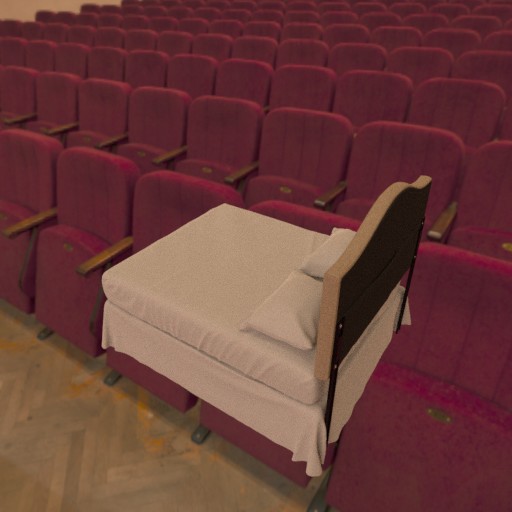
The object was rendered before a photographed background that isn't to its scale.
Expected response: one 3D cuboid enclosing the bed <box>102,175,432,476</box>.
[{"bbox_3d":[0.000,0.000,3.546,2.221,1.645,1.876,20,37,29],"label":"bed"}]
